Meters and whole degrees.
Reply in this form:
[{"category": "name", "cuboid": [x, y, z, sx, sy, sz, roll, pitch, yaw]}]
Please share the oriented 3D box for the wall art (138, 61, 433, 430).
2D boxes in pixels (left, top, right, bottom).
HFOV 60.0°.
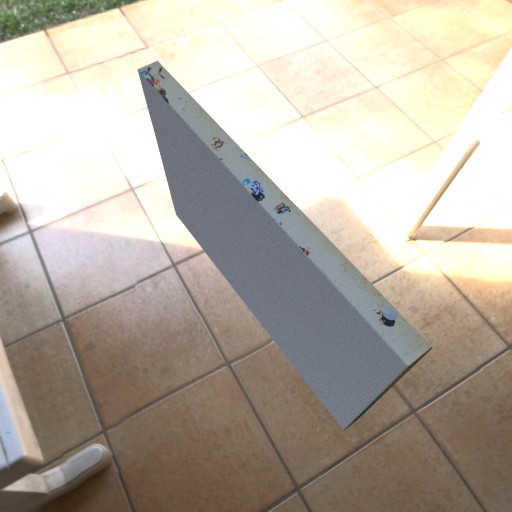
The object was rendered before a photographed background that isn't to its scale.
[{"category": "wall art", "cuboid": [0.000, 0.000, 1.144, 0.057, 0.595, 0.894, -32, 65, -17]}]
